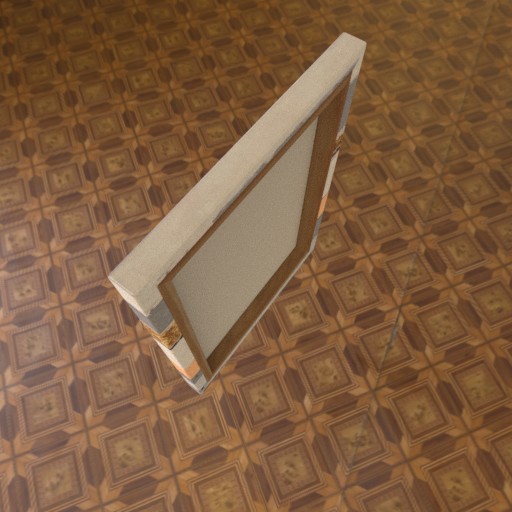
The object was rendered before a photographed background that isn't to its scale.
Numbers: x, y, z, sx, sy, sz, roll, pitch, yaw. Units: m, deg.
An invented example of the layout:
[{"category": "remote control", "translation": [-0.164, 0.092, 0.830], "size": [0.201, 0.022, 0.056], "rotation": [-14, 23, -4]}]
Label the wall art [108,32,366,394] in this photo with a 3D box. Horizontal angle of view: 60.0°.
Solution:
[{"category": "wall art", "translation": [0.000, 0.000, 0.795], "size": [0.038, 0.609, 0.456], "rotation": [34, 68, 15]}]
